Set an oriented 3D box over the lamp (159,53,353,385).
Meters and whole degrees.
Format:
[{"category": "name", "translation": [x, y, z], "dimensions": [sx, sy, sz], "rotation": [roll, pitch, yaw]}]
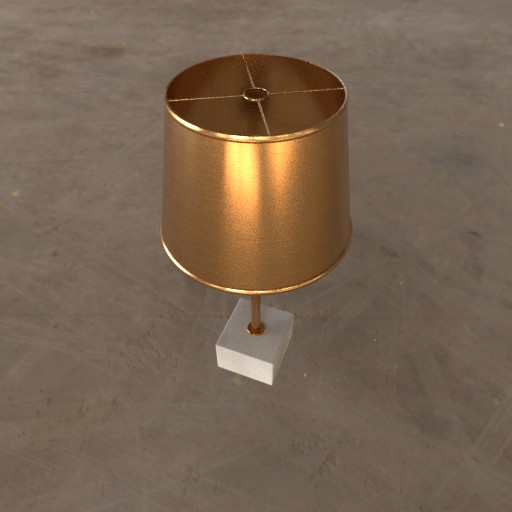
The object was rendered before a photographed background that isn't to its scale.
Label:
[{"category": "lamp", "translation": [0.000, 0.000, 0.523], "dimensions": [0.208, 0.406, 0.208], "rotation": [0, 46, 0]}]
